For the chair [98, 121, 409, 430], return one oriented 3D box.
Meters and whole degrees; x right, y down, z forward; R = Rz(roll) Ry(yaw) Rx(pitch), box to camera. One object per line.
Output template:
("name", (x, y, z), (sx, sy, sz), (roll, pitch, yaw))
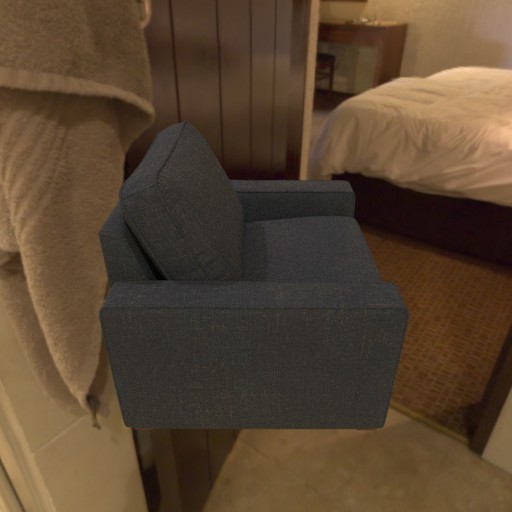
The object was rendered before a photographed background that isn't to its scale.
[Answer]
("chair", (0.000, 0.000, 1.771), (0.940, 0.919, 1.017), (0, 32, 0))
